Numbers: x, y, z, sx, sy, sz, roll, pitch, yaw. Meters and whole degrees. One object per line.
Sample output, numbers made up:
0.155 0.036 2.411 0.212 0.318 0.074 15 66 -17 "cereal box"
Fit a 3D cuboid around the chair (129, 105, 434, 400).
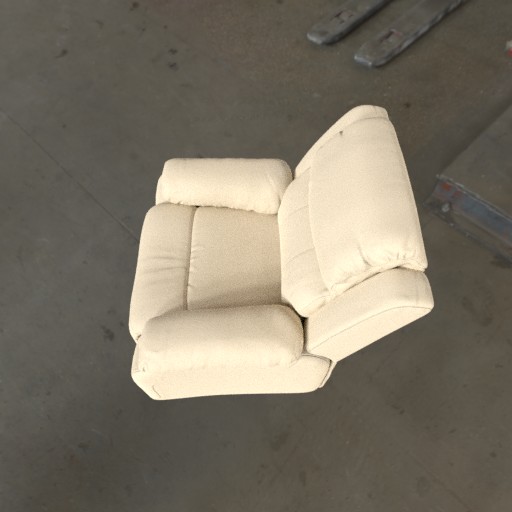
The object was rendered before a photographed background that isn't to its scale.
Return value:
0.000 0.000 1.245 0.709 0.702 0.680 -1 58 0 "chair"
